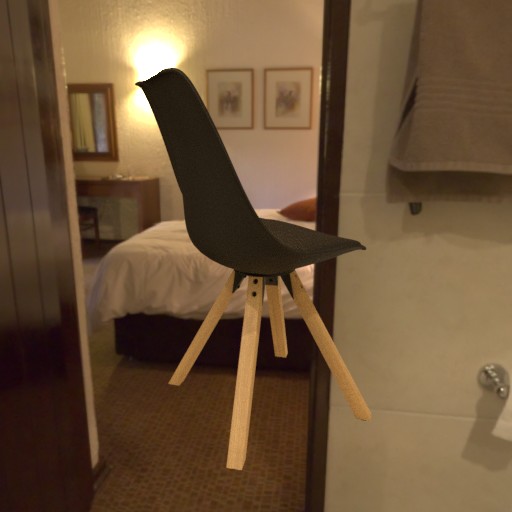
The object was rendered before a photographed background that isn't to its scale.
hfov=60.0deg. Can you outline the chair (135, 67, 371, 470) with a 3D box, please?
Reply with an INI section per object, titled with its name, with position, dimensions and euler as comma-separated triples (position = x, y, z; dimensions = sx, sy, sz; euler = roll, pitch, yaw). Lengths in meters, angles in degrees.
[chair]
position = 0.000, 0.000, 1.161
dimensions = 0.549, 0.850, 0.485
euler = -7, 16, -28
